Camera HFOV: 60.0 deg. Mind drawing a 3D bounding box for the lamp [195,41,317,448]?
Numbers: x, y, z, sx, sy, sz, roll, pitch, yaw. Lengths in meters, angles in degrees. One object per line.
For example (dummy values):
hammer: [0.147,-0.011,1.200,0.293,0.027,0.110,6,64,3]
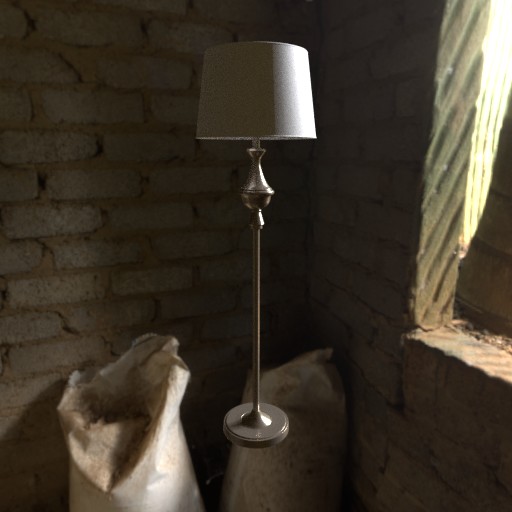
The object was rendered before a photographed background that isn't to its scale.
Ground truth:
lamp: [0.000,0.000,1.695,0.431,1.488,0.431,0,14,0]
